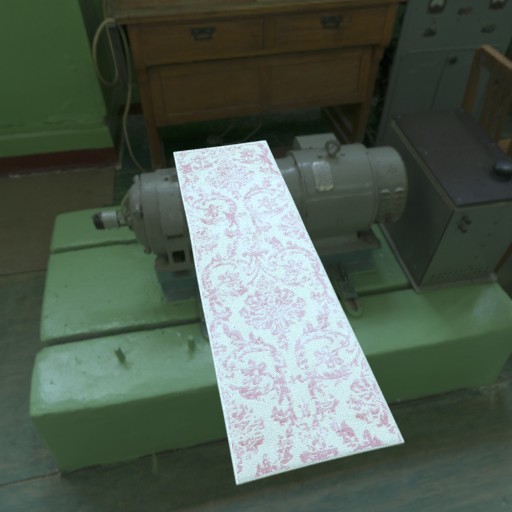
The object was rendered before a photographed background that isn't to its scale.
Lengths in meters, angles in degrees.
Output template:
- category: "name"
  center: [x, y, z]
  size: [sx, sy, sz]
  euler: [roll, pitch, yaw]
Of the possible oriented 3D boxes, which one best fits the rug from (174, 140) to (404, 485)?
- category: "rug"
  center: [0.000, 0.000, 2.390]
  size: [0.662, 0.011, 2.196]
  euler: [-10, 47, -9]
